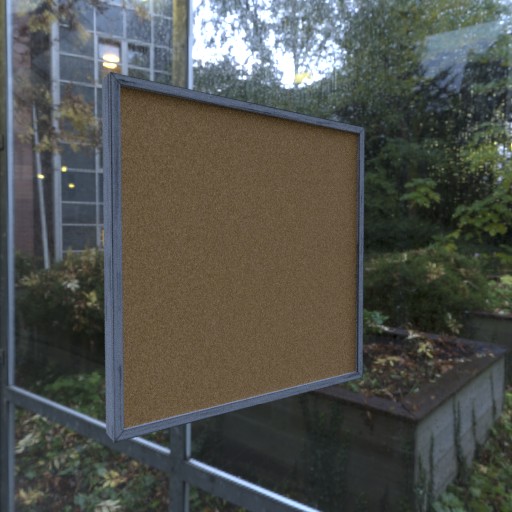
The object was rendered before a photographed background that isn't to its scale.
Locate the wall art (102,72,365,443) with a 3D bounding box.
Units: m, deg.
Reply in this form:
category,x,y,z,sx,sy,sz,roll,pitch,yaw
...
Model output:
category,x,y,z,sx,sy,sz,roll,pitch,yaw
wall art,0.000,0.000,0.764,0.506,0.506,0.038,-1,3,-35
